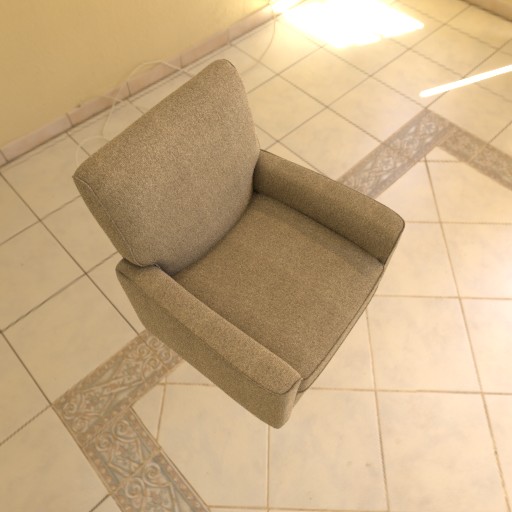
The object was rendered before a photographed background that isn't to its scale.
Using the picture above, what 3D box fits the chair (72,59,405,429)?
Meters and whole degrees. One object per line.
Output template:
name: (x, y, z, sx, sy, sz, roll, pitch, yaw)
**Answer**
chair: (0.000, 0.000, 1.671, 0.858, 1.028, 0.841, 33, 64, 18)
